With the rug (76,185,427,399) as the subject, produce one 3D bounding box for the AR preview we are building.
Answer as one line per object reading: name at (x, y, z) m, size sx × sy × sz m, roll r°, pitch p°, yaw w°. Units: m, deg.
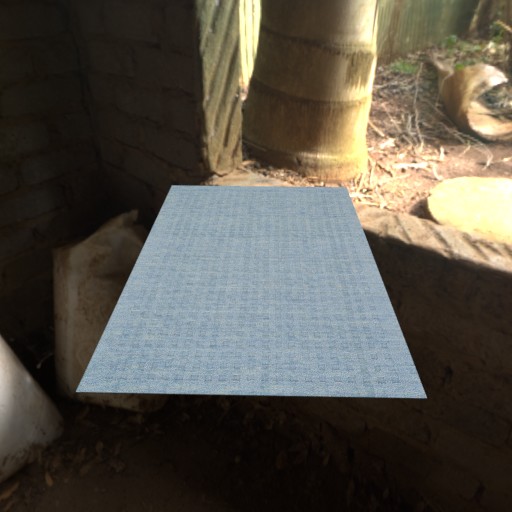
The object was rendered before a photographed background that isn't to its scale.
rug at (0.000, 0.000, 2.889) m, size 1.522 × 0.006 × 2.286 m, roll 1°, pitch 32°, yaw 1°
